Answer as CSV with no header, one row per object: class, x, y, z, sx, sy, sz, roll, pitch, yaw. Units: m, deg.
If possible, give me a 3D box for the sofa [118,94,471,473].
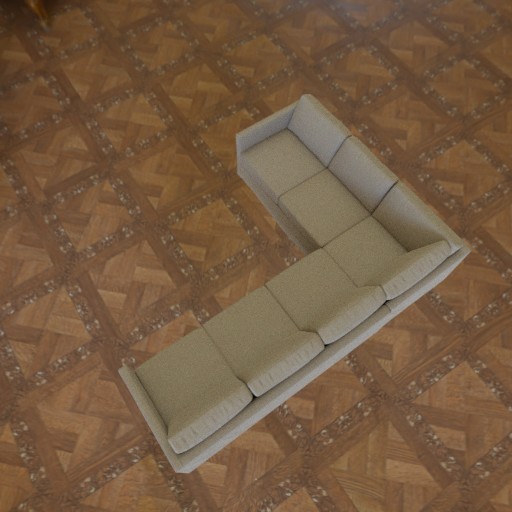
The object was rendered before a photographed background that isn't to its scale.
sofa,0.000,0.000,4.314,3.182,0.871,2.432,-32,68,-15
